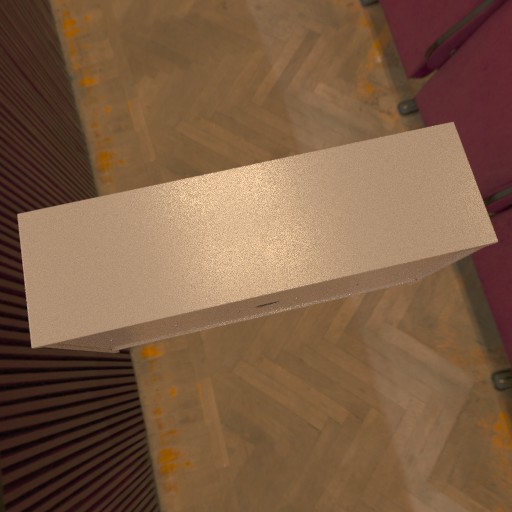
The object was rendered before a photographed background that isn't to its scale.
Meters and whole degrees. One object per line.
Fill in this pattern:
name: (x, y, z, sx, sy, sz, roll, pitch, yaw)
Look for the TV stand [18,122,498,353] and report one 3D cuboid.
TV stand: (0.000, 0.000, 1.411, 1.167, 0.603, 0.344, -13, 77, -3)
